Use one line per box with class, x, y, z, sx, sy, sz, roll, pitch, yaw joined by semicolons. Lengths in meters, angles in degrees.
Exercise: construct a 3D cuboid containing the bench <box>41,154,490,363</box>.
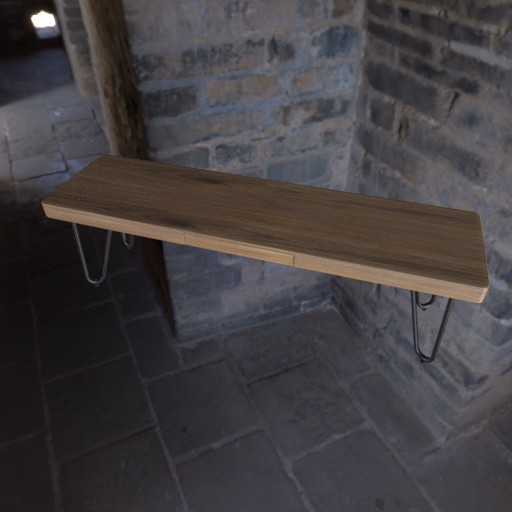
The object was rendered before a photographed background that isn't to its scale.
bench;0.000;0.000;1.776;1.570;0.462;0.425;11;41;13
